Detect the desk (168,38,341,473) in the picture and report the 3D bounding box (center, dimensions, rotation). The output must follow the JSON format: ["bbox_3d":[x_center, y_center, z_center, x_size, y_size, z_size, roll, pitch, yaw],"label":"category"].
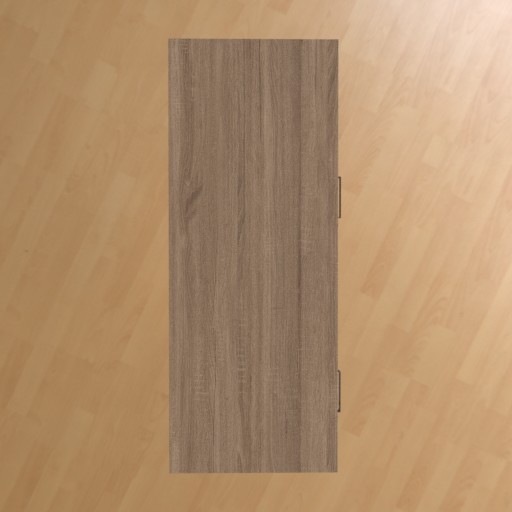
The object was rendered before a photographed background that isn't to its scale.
[{"bbox_3d":[0.000,0.000,2.116,0.690,0.760,1.700,0,91,-1],"label":"desk"}]
